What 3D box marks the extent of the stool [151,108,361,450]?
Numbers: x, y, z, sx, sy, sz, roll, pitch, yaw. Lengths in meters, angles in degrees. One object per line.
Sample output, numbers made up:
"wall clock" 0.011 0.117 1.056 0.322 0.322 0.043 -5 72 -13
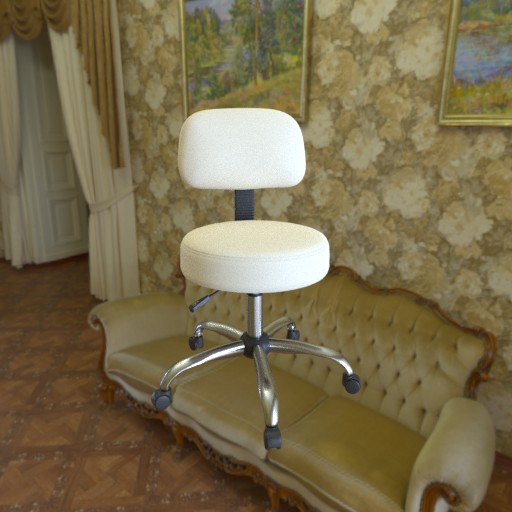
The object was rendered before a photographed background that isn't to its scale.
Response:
"stool" 0.000 0.000 1.237 0.609 0.810 0.616 -2 16 -8
